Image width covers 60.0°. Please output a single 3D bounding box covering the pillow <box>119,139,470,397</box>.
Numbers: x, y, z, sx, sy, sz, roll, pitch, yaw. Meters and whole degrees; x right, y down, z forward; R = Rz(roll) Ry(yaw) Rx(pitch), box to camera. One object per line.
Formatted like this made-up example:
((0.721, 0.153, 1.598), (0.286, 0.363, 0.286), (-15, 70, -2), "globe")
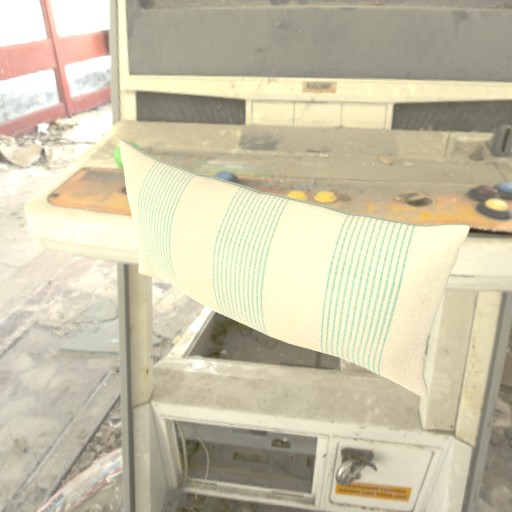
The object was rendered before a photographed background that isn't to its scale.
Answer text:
((0.000, 0.000, 0.729), (0.610, 0.287, 0.151), (19, 36, 29), "pillow")
